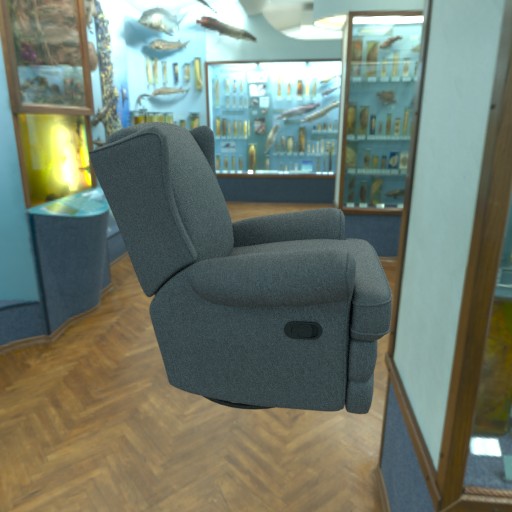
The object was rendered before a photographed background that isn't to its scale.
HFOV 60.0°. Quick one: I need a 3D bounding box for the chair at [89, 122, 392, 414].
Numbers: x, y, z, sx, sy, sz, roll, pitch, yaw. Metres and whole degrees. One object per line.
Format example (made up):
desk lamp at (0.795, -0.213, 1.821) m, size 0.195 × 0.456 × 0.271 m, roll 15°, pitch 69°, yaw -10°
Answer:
chair at (0.000, 0.000, 1.746) m, size 0.969 × 1.011 × 0.847 m, roll 2°, pitch 17°, yaw 8°
